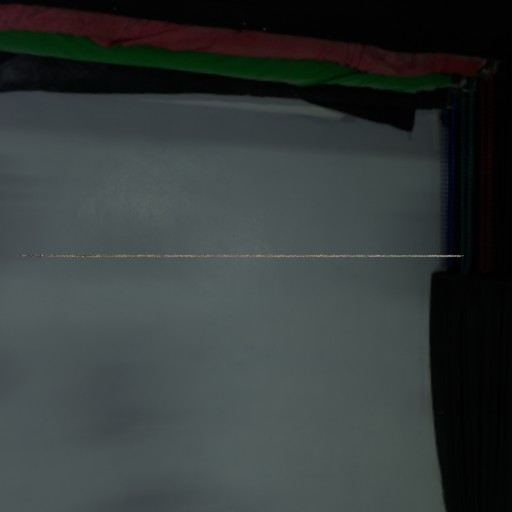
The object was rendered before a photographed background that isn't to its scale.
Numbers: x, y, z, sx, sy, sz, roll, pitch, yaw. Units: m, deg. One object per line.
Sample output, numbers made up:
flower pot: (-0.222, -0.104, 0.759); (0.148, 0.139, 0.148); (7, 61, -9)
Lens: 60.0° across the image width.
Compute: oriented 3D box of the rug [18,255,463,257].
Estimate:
rug: (0.000, 0.000, 2.898); (2.664, 0.011, 0.762); (0, 0, -18)
